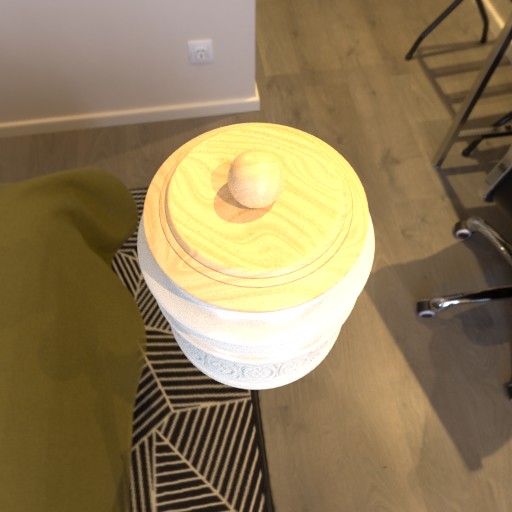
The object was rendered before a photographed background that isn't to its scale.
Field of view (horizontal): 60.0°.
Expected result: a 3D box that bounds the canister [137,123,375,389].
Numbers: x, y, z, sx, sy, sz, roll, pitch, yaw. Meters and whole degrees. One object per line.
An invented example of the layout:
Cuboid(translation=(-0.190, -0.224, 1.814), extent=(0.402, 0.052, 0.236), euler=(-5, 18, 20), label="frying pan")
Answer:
Cuboid(translation=(0.000, 0.000, 0.270), extent=(0.130, 0.176, 0.130), euler=(0, 62, 0), label="canister")
